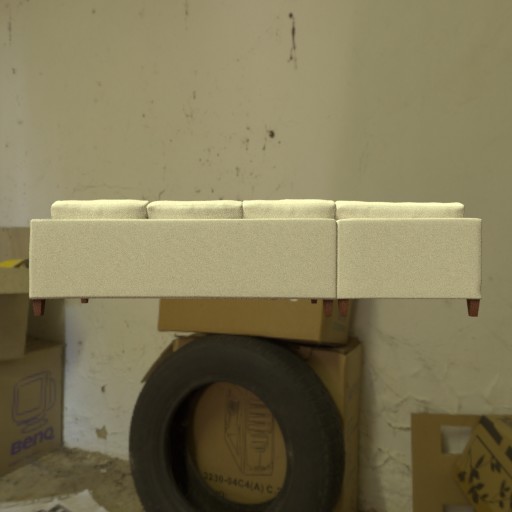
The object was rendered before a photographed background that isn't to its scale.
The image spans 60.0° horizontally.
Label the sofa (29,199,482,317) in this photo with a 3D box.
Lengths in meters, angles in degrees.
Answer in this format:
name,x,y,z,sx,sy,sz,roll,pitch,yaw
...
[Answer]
name,x,y,z,sx,sy,sz,roll,pitch,yaw
sofa,0.000,0.000,3.900,3.186,0.846,1.625,0,0,1
